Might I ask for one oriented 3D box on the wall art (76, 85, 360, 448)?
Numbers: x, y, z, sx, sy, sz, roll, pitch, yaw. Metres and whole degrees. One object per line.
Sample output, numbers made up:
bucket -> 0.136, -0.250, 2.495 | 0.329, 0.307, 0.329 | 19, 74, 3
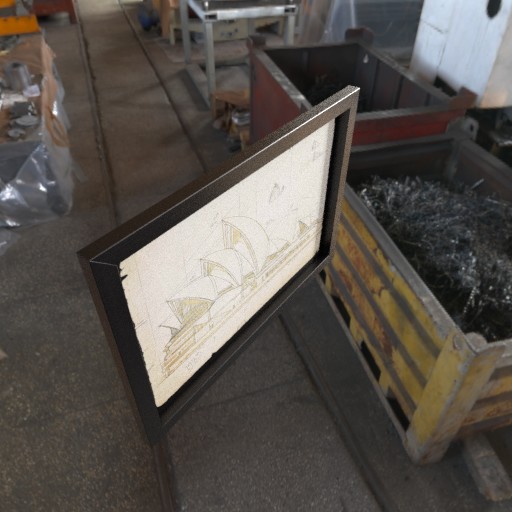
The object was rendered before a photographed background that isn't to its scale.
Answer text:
wall art -> 0.000, 0.000, 0.855 | 0.027, 0.458, 0.657 | 27, 48, 27
